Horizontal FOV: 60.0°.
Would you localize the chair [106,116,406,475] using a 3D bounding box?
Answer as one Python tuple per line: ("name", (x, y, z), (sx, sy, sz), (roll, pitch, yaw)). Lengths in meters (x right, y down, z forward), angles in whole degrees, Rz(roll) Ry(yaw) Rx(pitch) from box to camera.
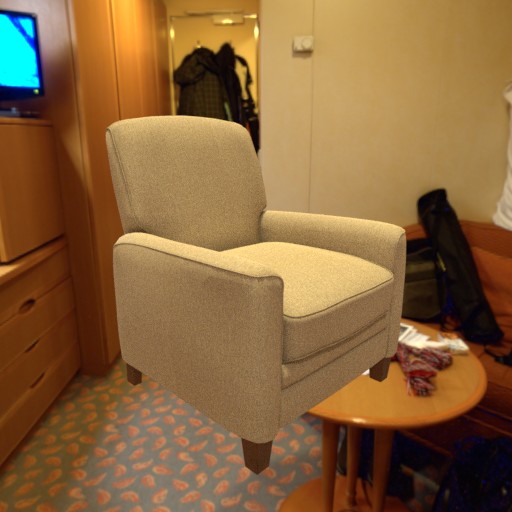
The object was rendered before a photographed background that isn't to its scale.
("chair", (0.000, 0.000, 1.640), (0.864, 1.014, 0.848), (14, 21, 43))
